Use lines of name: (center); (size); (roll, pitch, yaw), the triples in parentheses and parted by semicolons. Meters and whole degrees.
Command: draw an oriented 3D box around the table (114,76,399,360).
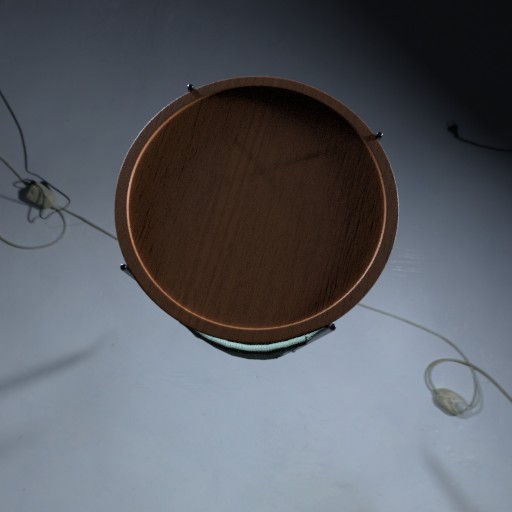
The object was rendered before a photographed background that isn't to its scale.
table: (0.000, 0.000, 0.899); (0.400, 0.623, 0.400); (16, 76, 4)
